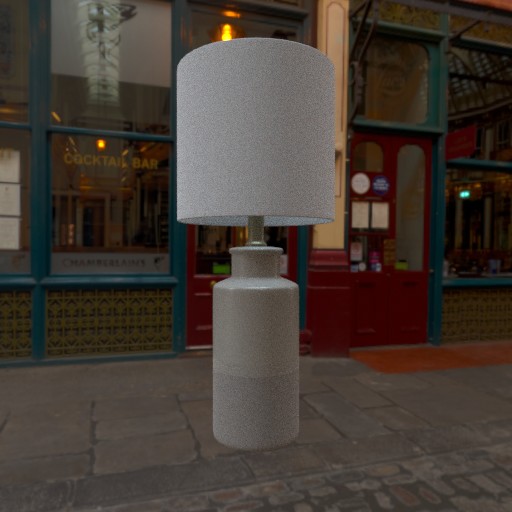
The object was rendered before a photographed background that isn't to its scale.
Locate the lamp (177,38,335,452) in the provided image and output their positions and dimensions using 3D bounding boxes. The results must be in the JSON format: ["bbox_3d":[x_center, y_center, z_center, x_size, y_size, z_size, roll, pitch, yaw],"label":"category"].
[{"bbox_3d":[0.000,0.000,0.606,0.212,0.493,0.212,0,1,-18],"label":"lamp"}]
